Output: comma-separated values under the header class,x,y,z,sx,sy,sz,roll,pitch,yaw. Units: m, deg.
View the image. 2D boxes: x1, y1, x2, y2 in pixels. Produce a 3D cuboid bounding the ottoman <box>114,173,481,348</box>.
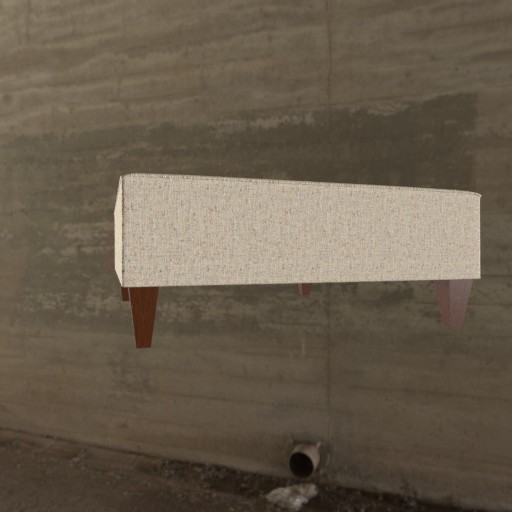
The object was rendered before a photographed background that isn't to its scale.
class,x,y,z,sx,sy,sz,roll,pitch,yaw
ottoman,0.000,0.000,1.220,0.736,0.303,0.835,0,0,-18
